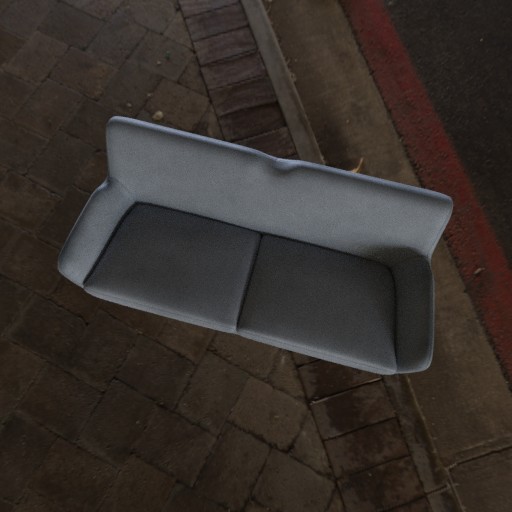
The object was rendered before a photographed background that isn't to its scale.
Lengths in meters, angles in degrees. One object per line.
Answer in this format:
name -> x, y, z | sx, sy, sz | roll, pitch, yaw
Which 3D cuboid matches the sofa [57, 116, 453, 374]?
sofa -> 0.000, 0.000, 2.358 | 1.870, 0.810, 0.850 | 14, 75, 4
